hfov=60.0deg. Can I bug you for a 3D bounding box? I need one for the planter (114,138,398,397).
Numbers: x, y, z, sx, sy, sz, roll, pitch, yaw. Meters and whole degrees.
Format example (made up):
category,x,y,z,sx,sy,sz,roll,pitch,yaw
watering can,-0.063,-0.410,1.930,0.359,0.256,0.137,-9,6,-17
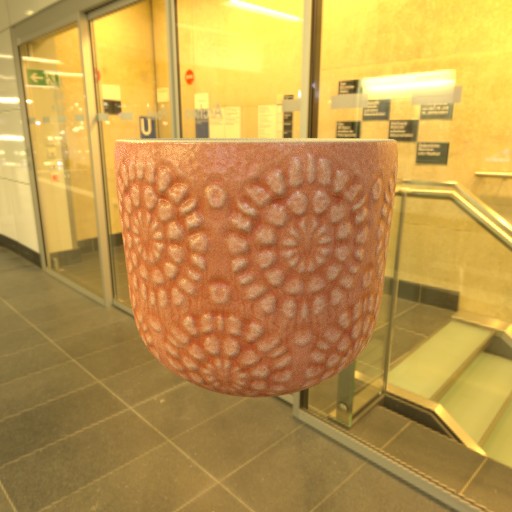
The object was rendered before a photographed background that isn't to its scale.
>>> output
category,x,y,z,sx,sy,sz,roll,pitch,yaw
planter,0.000,0.000,0.214,0.124,0.109,0.124,0,15,0
